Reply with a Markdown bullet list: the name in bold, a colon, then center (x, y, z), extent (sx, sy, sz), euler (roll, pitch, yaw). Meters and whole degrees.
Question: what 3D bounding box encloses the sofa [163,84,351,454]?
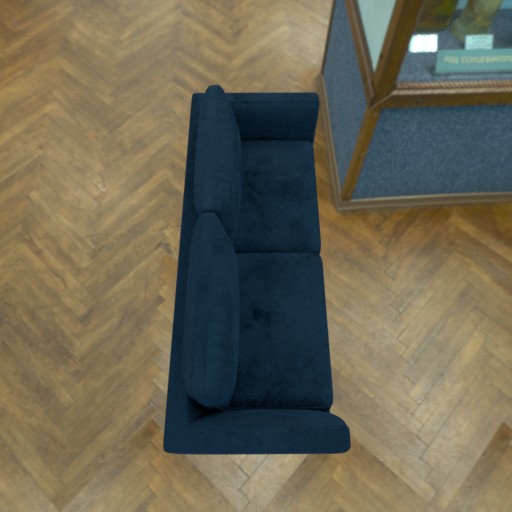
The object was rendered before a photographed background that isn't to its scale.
- **sofa**: center (0.000, 0.000, 2.691), extent (0.853, 0.998, 2.212), euler (0, 63, 0)
